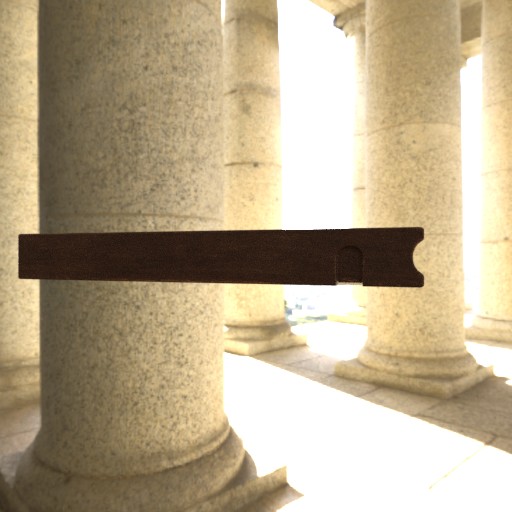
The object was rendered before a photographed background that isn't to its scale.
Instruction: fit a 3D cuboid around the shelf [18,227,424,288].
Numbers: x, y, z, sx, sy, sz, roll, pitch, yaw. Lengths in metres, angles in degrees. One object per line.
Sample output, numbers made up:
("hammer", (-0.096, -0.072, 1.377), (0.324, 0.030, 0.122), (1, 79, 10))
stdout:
("shelf", (0.000, 0.000, 0.439), (0.296, 0.035, 0.296), (0, 0, 18))
